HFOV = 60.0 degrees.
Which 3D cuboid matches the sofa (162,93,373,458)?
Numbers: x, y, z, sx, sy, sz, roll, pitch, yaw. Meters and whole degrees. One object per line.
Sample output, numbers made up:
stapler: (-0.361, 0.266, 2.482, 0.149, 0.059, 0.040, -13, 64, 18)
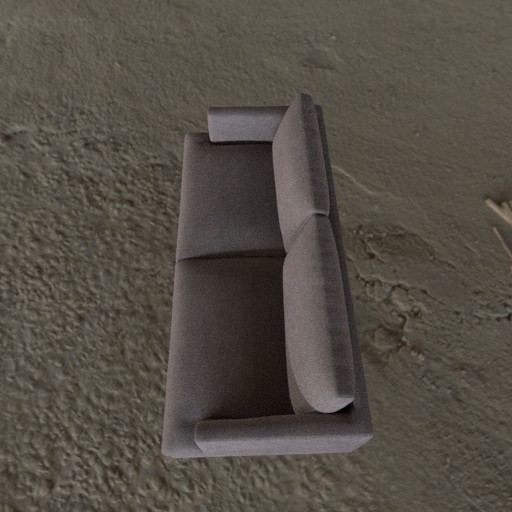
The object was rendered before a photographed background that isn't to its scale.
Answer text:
sofa: (0.000, 0.000, 2.772, 1.020, 0.868, 2.250, -1, 59, -1)
